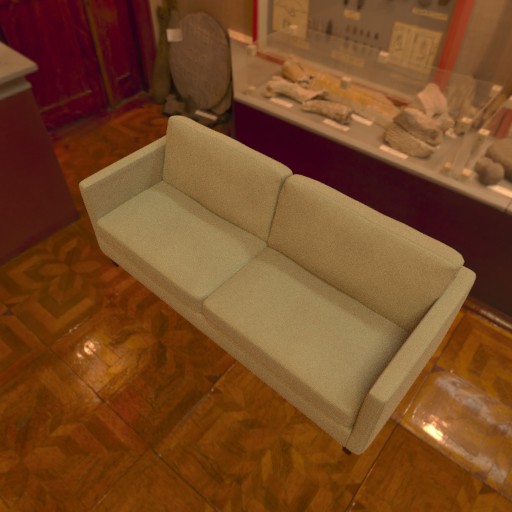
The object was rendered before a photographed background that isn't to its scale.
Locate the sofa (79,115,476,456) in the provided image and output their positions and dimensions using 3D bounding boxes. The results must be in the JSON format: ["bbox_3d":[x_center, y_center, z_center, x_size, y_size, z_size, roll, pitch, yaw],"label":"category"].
[{"bbox_3d":[0.000,0.000,2.662,2.181,0.932,0.948,33,55,27],"label":"sofa"}]
